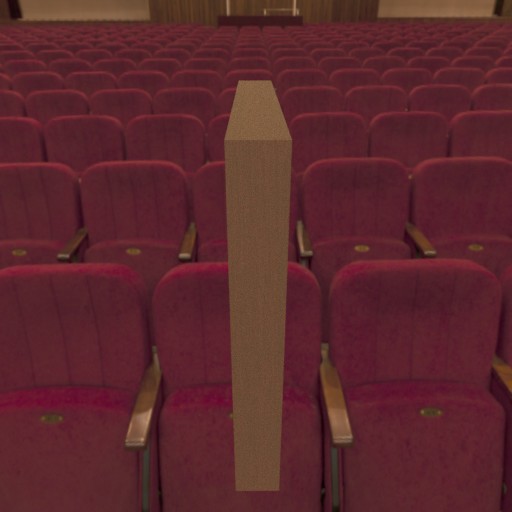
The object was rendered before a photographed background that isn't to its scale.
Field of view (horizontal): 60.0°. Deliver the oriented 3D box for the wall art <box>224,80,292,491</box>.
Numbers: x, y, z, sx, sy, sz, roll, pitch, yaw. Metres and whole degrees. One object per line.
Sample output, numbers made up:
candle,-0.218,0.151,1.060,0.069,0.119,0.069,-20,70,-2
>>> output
wall art,0.000,0.000,0.452,0.038,0.303,0.304,0,27,0
